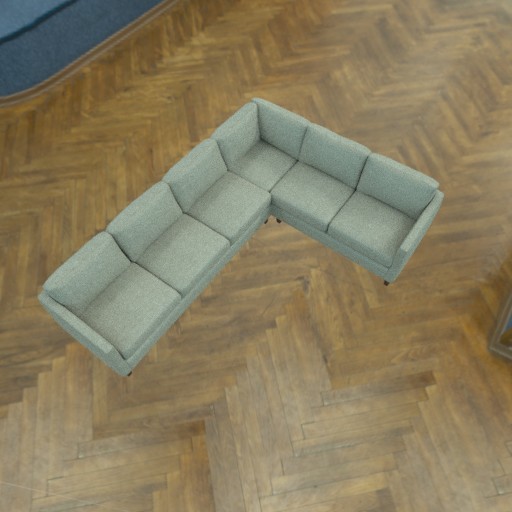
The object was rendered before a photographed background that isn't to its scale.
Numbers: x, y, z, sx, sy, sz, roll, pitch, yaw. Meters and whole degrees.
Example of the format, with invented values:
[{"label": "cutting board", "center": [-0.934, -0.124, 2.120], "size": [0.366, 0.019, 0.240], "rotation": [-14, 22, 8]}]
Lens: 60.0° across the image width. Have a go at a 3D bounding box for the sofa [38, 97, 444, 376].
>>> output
[{"label": "sofa", "center": [0.000, 0.000, 4.478], "size": [2.522, 0.934, 3.333], "rotation": [32, 63, 19]}]
